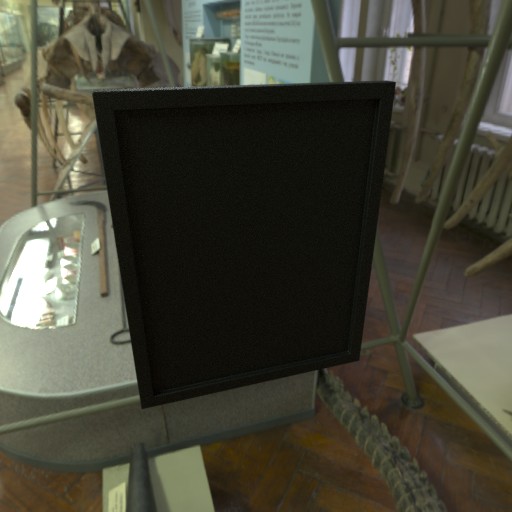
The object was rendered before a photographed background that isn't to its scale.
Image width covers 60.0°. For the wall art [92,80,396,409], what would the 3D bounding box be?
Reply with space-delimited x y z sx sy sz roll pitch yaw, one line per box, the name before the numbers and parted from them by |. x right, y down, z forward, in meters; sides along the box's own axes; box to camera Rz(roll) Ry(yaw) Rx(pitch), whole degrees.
wall art | 0.000 0.000 0.775 0.457 0.559 0.028 -8 28 -16
